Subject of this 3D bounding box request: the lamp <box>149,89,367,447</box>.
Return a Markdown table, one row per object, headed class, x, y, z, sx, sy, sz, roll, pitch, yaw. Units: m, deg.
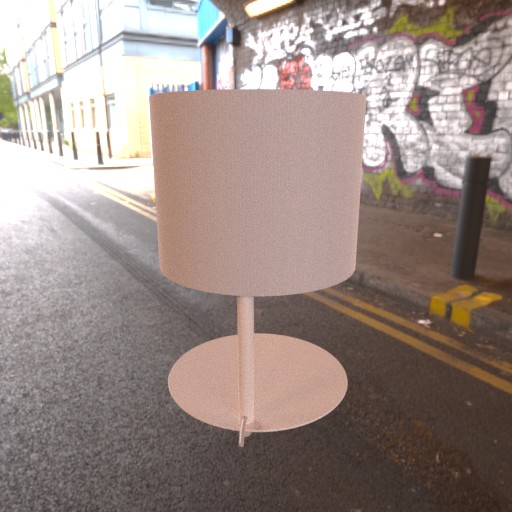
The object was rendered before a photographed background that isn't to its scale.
| class | x | y | z | sx | sy | sz | roll | pitch | yaw |
| --- | --- | --- | --- | --- | --- | --- | --- | --- | --- |
| lamp | 0.000 | 0.000 | 0.671 | 0.299 | 0.454 | 0.341 | 2 | 16 | 7 |
